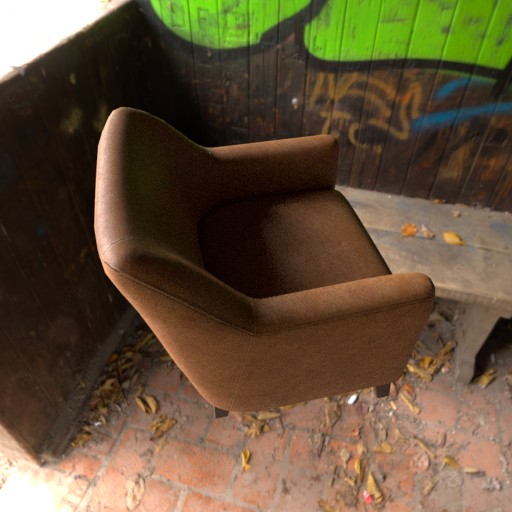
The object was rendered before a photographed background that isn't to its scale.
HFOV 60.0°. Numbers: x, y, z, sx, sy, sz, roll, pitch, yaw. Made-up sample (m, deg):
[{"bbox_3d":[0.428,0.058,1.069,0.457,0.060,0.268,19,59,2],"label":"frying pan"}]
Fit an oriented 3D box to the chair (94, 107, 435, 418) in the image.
[{"bbox_3d":[0.000,0.000,1.789,1.034,0.980,1.037,-9,46,-9],"label":"chair"}]
